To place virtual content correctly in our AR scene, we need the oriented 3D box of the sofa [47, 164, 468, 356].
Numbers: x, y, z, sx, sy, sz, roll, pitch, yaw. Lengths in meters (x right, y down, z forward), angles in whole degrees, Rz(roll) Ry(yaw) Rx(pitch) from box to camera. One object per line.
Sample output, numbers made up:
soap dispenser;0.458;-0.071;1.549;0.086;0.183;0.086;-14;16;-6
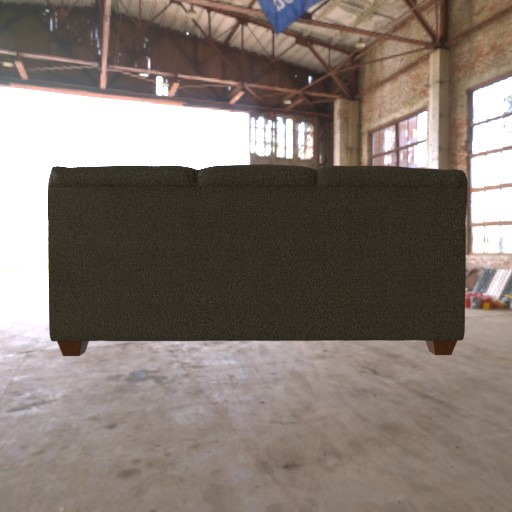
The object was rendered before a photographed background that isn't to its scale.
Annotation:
sofa;0.000;0.000;2.596;2.024;0.958;0.997;0;2;-1
